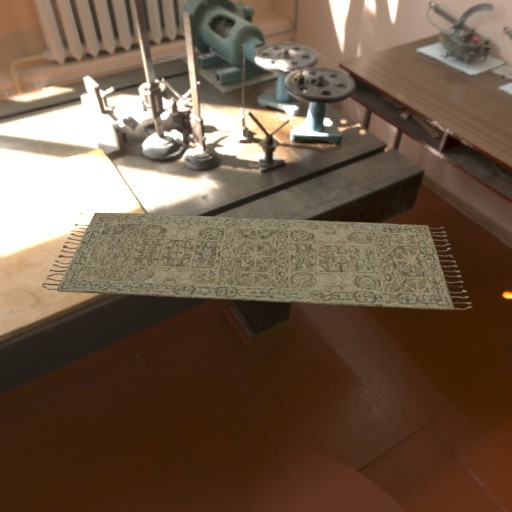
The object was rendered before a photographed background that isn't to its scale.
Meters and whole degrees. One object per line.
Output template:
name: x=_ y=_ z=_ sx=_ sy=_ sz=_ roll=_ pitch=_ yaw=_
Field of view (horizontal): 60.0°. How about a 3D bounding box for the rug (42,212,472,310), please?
rug: x=0.000 y=0.000 z=2.976 sx=2.664 sy=0.011 sz=0.762 roll=3 pitch=46 yaw=2
